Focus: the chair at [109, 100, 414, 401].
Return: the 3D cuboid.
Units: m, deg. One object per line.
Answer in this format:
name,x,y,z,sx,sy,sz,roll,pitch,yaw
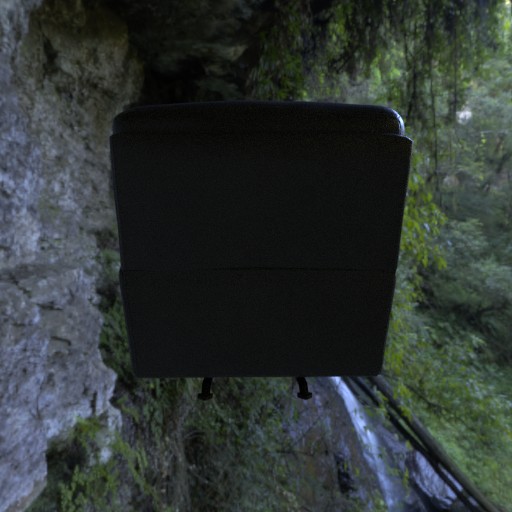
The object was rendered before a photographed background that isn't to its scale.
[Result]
chair,0.000,0.000,1.979,1.096,1.109,1.087,0,0,-2
